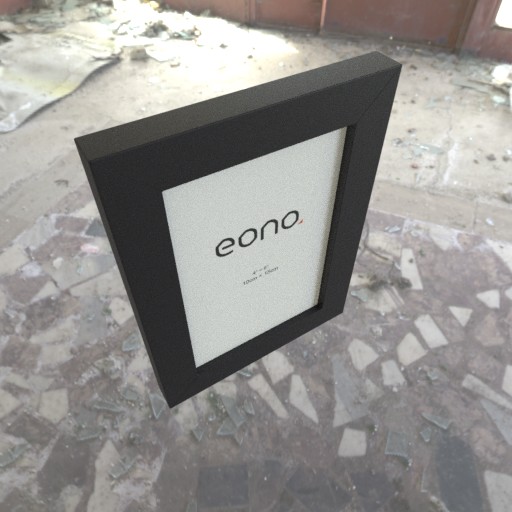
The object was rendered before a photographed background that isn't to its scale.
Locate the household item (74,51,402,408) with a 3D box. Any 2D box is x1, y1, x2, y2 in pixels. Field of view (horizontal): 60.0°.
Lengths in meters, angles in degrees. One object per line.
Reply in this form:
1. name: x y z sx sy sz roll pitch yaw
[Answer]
1. household item: 0.000 0.000 0.231 0.133 0.178 0.022 -25 52 -21
